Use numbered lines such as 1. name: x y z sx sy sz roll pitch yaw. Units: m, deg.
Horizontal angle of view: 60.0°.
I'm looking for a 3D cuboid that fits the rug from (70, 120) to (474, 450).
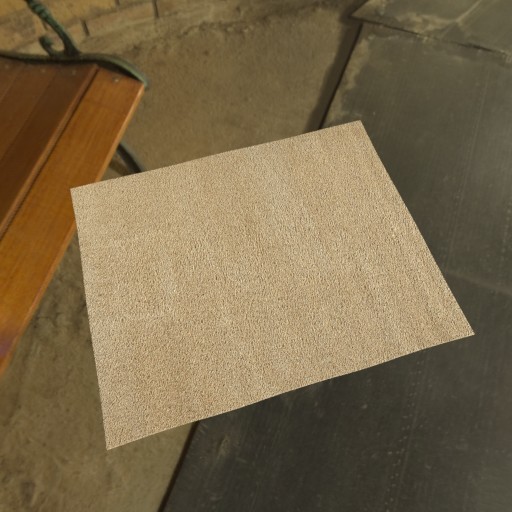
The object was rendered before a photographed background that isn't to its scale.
1. rug: 0.000 0.000 3.940 3.000 0.025 2.400 -15 65 -7
